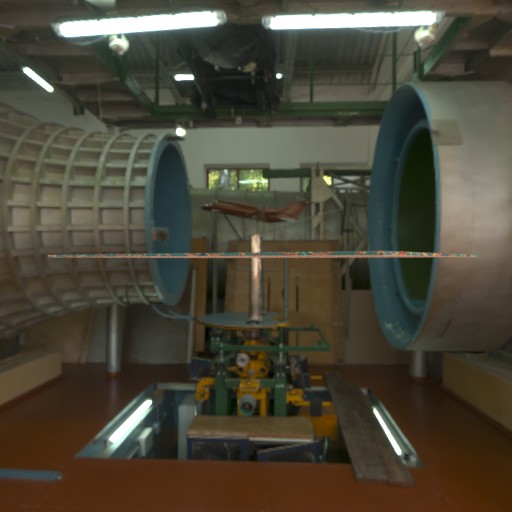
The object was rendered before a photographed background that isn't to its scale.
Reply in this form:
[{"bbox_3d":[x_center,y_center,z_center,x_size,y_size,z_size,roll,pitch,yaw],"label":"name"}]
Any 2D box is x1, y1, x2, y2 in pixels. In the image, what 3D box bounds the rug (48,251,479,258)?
[{"bbox_3d":[0.000,0.000,2.819,2.290,0.016,1.527,0,-1,38],"label":"rug"}]
